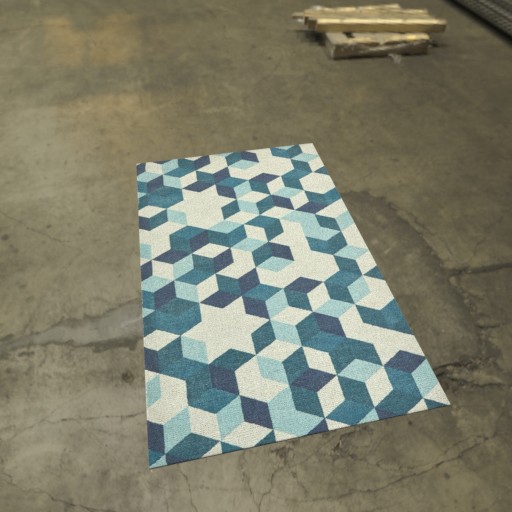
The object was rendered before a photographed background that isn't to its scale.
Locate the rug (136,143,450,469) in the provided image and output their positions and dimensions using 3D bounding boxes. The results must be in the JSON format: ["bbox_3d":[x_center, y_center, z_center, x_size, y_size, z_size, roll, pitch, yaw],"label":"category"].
[{"bbox_3d":[0.000,0.000,2.965,1.518,0.015,2.438,-9,48,-8],"label":"rug"}]
